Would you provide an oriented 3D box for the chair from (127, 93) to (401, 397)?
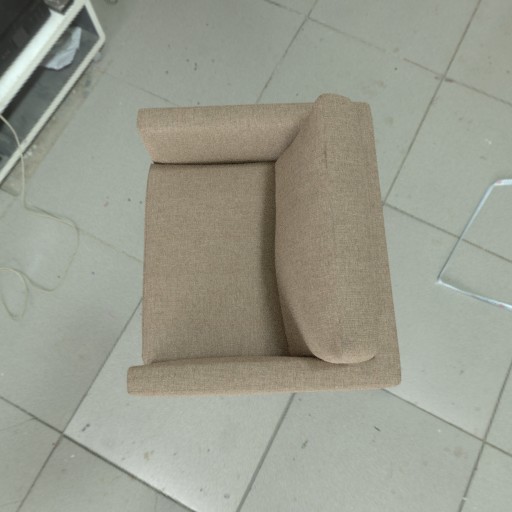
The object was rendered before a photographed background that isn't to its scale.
[{"bbox_3d":[0.000,0.000,1.879,0.959,0.987,1.107,-2,75,-1],"label":"chair"}]
